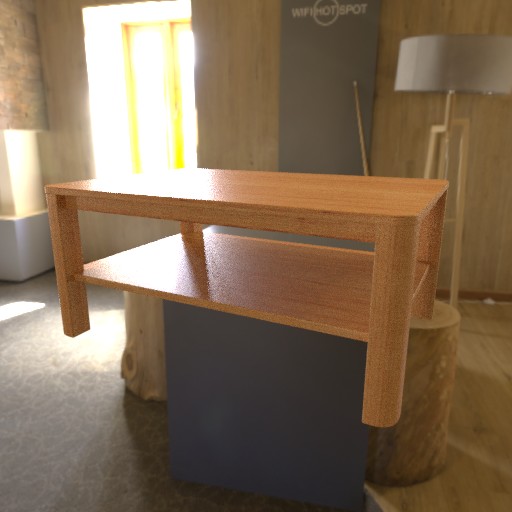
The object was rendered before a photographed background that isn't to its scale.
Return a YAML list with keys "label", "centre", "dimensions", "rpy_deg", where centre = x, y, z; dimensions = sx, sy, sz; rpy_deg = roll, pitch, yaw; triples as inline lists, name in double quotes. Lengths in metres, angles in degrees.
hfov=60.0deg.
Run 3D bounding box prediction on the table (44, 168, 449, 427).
- label: "table"
  centre: [0.000, 0.000, 1.358]
  dimensions: [0.997, 0.445, 0.696]
  rpy_deg: [8, 18, 26]
